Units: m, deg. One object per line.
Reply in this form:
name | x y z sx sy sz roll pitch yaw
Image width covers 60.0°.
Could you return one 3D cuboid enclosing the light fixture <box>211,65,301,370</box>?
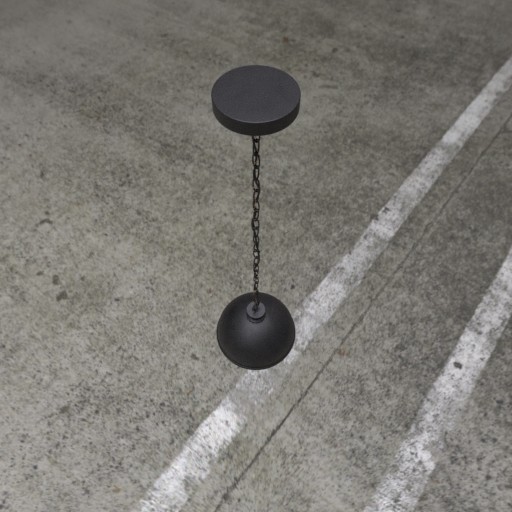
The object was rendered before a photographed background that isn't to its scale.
light fixture | 0.000 0.000 1.250 0.304 1.090 0.304 33 63 19
